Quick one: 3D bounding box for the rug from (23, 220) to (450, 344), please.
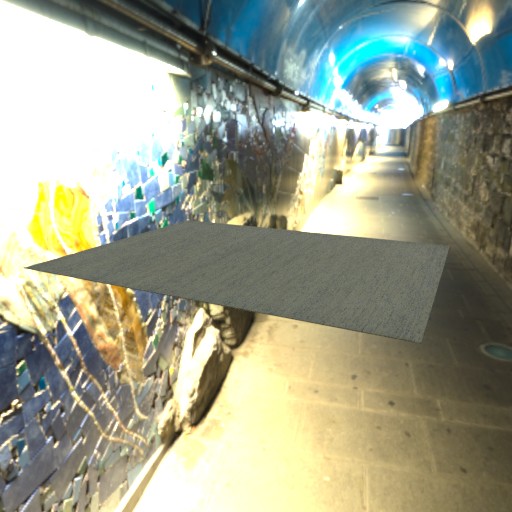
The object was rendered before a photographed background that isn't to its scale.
[{"bbox_3d":[0.000,0.000,4.133,3.197,0.006,2.438,7,17,25],"label":"rug"}]
